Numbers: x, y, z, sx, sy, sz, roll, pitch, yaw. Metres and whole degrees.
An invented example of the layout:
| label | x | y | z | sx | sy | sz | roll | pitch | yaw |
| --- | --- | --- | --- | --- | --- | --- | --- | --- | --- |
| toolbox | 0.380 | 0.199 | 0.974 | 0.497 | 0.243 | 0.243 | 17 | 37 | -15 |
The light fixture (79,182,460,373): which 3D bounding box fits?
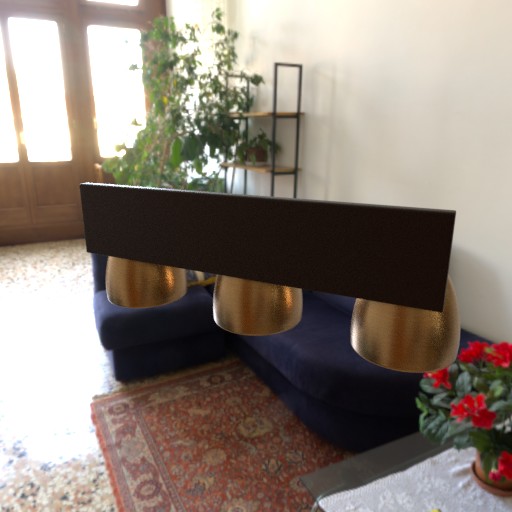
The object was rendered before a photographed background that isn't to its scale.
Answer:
| label | x | y | z | sx | sy | sz | roll | pitch | yaw |
| --- | --- | --- | --- | --- | --- | --- | --- | --- | --- |
| light fixture | 0.000 | 0.000 | 0.670 | 0.582 | 0.204 | 0.157 | 8 | 18 | 26 |
